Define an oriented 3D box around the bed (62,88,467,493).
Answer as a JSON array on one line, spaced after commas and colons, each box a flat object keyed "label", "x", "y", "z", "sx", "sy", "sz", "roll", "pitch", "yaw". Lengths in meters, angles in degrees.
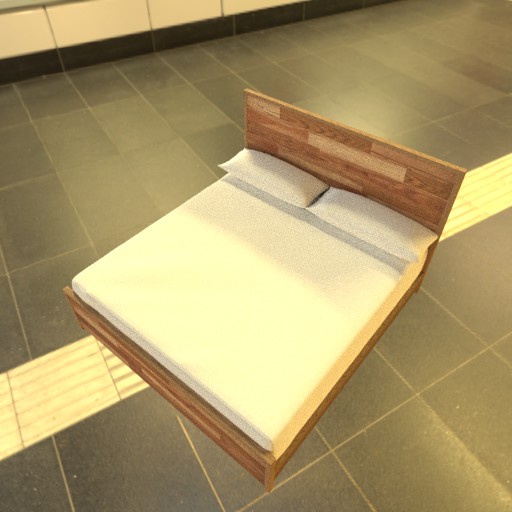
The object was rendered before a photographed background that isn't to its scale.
[{"label": "bed", "x": 0.000, "y": 0.000, "z": 3.397, "sx": 2.013, "sy": 1.295, "sz": 2.184, "roll": 30, "pitch": 52, "yaw": 27}]
